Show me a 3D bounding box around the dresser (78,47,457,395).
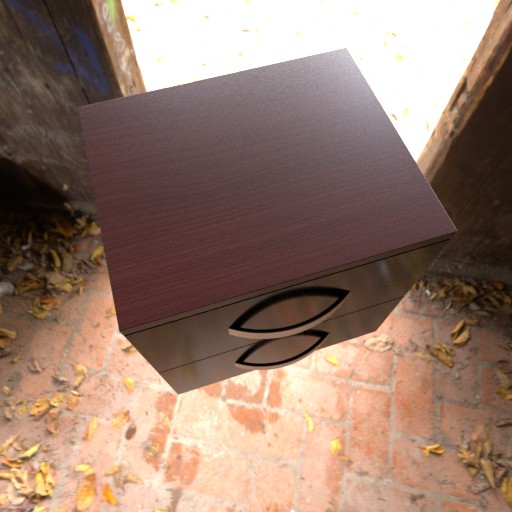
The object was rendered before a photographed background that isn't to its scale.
[{"bbox_3d":[0.000,0.000,0.769,0.400,0.470,0.360,-16,64,-8],"label":"dresser"}]
